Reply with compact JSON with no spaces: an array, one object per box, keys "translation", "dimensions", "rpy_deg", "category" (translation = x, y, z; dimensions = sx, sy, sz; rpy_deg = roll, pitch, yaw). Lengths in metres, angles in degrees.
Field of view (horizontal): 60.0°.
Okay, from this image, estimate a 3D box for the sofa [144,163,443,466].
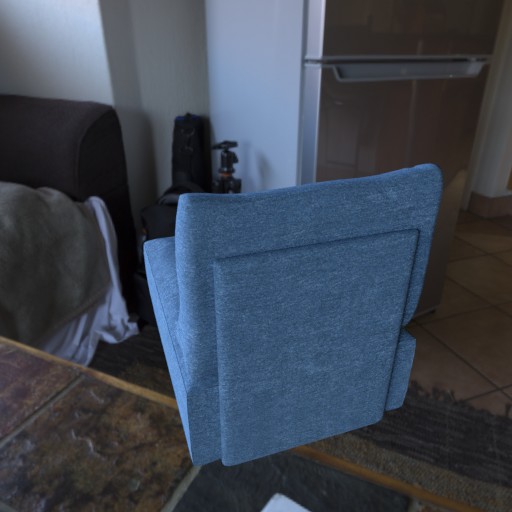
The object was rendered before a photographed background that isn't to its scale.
[{"translation":[0.000,0.000,1.558],"dimensions":[0.700,0.820,1.000],"rpy_deg":[-9,28,-17],"category":"sofa"}]
